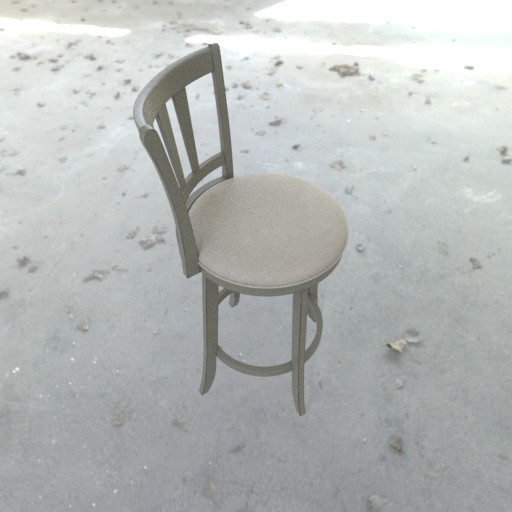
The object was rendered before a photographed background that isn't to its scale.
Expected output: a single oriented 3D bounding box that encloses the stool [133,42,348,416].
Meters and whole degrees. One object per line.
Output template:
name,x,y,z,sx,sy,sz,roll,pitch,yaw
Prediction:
stool,0.000,0.000,1.265,0.486,0.994,0.450,9,46,9
